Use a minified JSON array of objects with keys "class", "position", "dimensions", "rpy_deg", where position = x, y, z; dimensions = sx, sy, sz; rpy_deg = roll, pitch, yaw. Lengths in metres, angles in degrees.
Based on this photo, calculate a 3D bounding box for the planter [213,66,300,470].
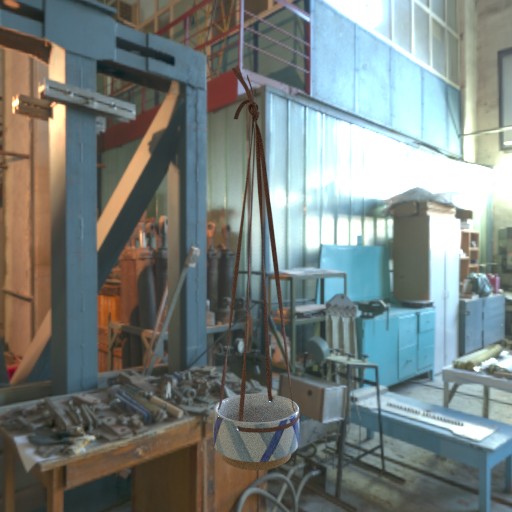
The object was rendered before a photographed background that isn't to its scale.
[{"class":"planter","position":[0.000,0.000,0.841],"dimensions":[0.166,0.751,0.166],"rpy_deg":[0,1,1]}]
